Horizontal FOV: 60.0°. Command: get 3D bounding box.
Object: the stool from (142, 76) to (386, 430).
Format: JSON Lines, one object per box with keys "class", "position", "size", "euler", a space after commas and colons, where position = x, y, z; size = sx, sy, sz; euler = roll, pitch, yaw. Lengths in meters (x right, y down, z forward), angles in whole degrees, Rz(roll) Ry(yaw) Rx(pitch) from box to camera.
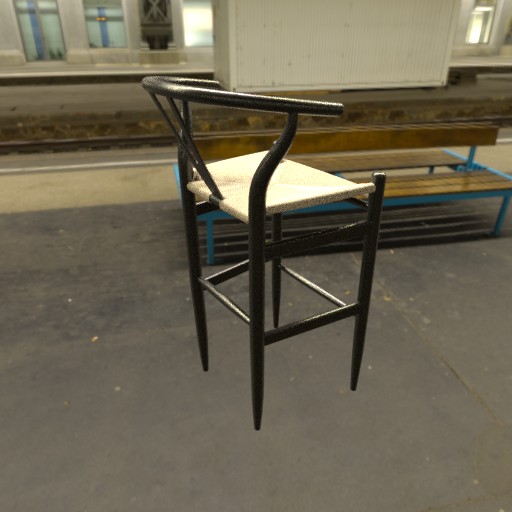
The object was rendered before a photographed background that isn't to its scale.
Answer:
{"class": "stool", "position": [0.000, 0.000, 1.405], "size": [0.579, 1.072, 0.569], "euler": [-18, 33, -31]}
